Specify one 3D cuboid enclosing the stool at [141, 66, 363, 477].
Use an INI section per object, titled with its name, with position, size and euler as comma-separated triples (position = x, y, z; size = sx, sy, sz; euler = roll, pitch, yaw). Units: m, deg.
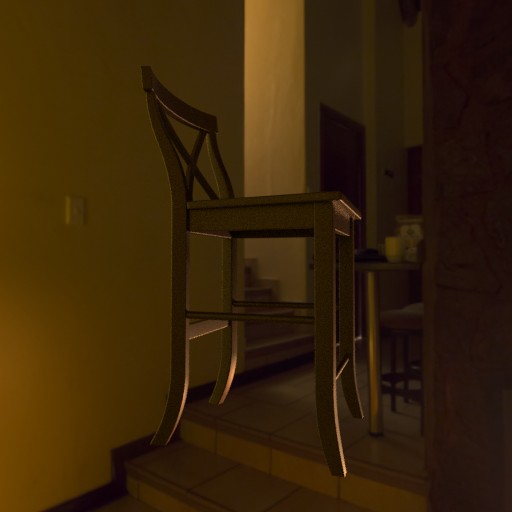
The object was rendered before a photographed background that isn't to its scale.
[stool]
position = 0.000, 0.000, 1.276
size = 0.559, 0.989, 0.452
euler = 0, -1, 19
